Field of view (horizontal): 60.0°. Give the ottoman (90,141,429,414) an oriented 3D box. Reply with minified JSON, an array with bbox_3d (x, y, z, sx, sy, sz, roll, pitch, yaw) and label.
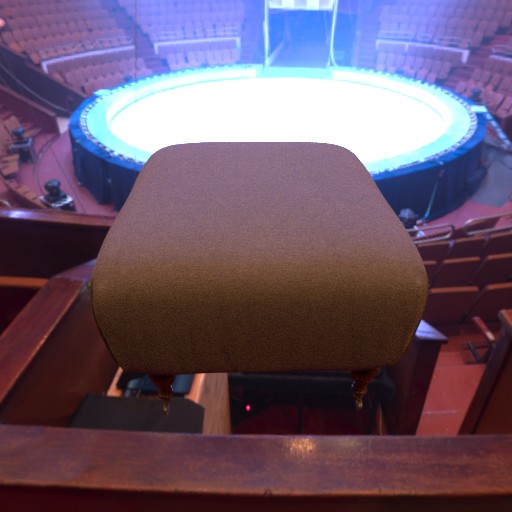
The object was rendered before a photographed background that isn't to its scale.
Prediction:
[{"bbox_3d":[0.000,0.000,1.129,0.622,0.450,0.747,-1,33,-1],"label":"ottoman"}]
